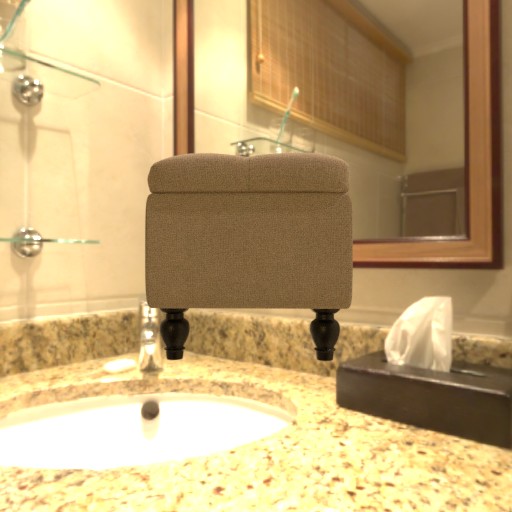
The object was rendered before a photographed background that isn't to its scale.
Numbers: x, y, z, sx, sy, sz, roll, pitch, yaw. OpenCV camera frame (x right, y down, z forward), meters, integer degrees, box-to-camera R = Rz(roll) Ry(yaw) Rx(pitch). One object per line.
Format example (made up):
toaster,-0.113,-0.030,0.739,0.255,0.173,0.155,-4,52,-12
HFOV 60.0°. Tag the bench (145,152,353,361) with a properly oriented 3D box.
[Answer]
bench,0.000,0.000,1.688,0.455,0.467,1.480,0,0,1
